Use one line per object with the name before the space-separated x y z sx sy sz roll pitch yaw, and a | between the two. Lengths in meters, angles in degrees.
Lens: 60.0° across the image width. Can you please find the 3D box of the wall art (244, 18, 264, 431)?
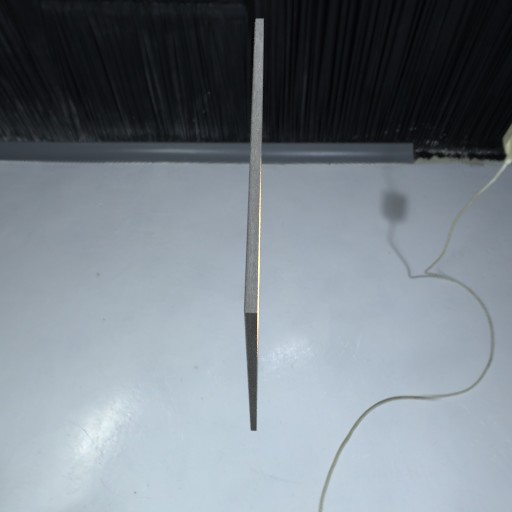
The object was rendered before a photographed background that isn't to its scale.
wall art | 0.000 0.000 0.775 0.013 0.570 0.476 1 58 1
